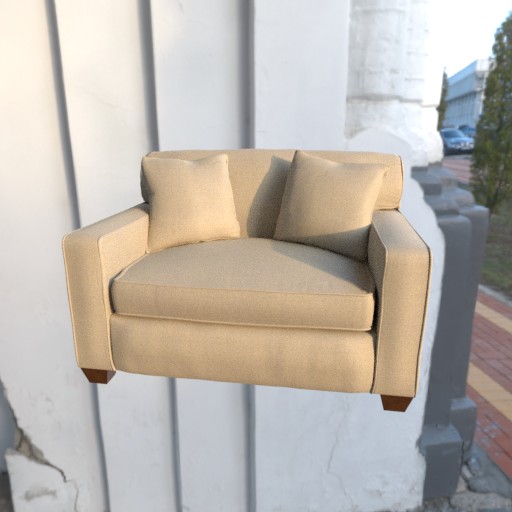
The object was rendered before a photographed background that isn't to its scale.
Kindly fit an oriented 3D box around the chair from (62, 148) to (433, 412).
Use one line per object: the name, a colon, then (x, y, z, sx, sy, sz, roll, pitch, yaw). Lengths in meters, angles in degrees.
chair: (0.000, 0.000, 2.072, 1.383, 0.948, 1.000, 3, 16, 9)
